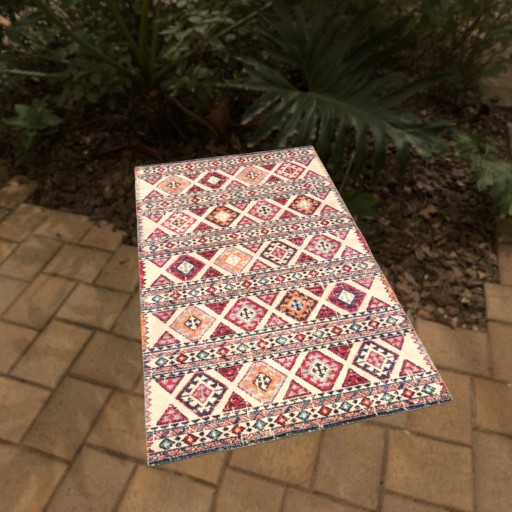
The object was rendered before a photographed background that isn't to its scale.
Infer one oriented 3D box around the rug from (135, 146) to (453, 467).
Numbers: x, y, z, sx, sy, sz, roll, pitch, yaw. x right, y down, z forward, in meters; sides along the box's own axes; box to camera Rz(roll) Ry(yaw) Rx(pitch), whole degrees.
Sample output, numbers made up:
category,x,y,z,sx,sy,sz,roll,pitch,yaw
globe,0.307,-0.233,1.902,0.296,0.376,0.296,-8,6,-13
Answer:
category,x,y,z,sx,sy,sz,roll,pitch,yaw
rug,0.000,0.000,2.966,1.545,0.010,2.440,-9,47,-8
